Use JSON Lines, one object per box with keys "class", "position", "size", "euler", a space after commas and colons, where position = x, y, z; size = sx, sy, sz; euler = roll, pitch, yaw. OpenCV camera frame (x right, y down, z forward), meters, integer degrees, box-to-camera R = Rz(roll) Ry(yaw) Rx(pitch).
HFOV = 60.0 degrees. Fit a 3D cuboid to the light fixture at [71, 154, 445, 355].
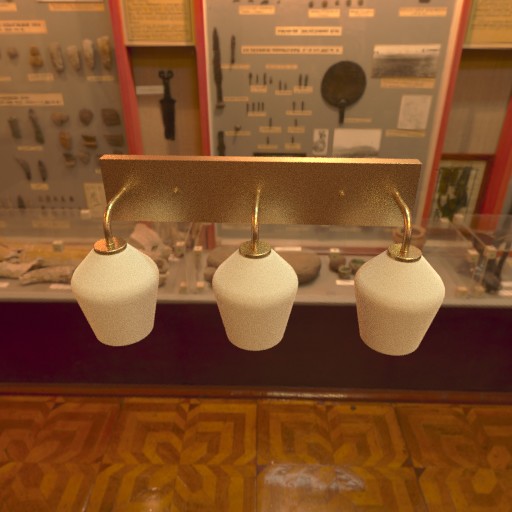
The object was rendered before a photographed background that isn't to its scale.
{"class": "light fixture", "position": [0.000, 0.000, 0.737], "size": [0.609, 0.280, 0.190], "euler": [1, 29, 3]}
